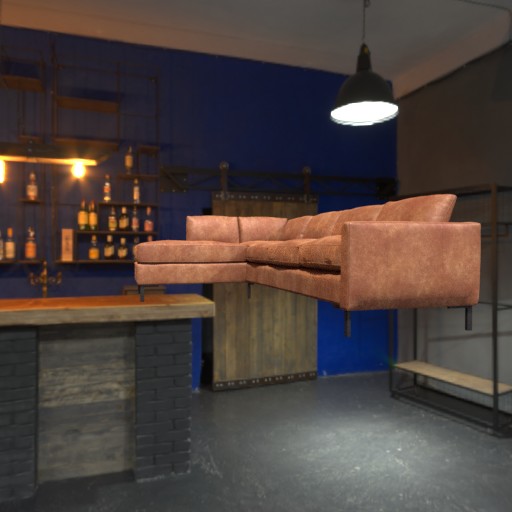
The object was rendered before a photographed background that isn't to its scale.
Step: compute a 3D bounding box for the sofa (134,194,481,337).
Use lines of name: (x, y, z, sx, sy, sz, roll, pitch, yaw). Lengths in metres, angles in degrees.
sofa: (0.000, 0.000, 3.798, 1.938, 0.877, 2.984, 0, 1, -17)
